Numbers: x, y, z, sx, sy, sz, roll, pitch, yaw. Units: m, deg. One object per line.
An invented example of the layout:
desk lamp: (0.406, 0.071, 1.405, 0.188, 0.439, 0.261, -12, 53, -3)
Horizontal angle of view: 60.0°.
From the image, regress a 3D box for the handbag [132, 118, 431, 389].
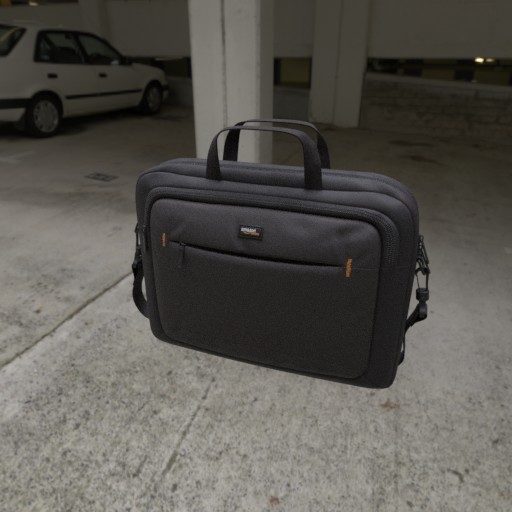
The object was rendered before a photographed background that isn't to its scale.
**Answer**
handbag: (0.000, 0.000, 0.424, 0.320, 0.244, 0.089, 9, 26, 18)
